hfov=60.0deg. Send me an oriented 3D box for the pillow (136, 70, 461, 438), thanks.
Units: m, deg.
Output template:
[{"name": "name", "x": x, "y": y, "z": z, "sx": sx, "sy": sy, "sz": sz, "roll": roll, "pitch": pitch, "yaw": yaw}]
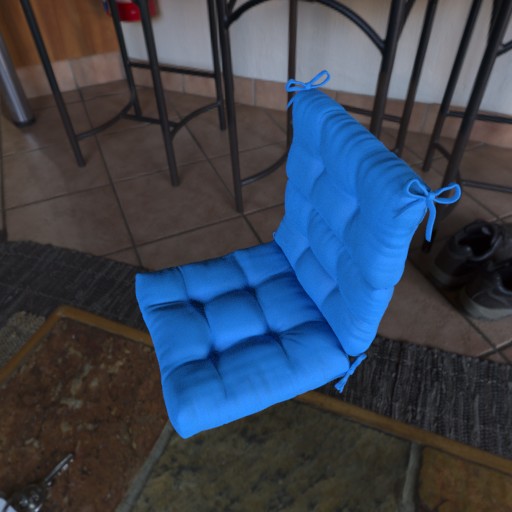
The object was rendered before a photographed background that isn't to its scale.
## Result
[{"name": "pillow", "x": 0.000, "y": 0.000, "z": 1.028, "sx": 0.571, "sy": 0.605, "sz": 0.519, "roll": -16, "pitch": 47, "yaw": -15}]
